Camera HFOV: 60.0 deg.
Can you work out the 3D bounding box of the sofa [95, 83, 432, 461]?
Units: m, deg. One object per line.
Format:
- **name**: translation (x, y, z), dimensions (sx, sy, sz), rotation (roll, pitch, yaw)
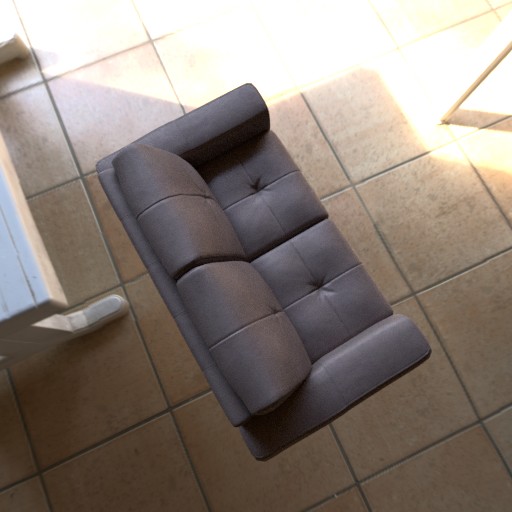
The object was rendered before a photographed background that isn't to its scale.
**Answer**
- **sofa**: translation (0.000, 0.000, 2.364), dimensions (1.018, 0.907, 1.806), rotation (-30, 78, -7)
